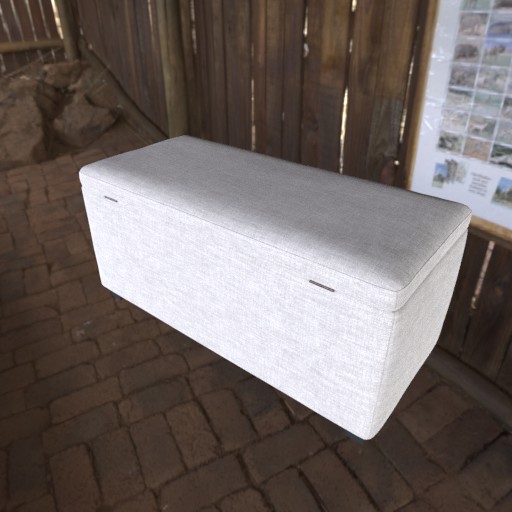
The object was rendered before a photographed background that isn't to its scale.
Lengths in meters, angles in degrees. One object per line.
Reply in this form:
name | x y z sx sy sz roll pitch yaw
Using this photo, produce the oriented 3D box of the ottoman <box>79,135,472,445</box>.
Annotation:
ottoman | 0.000 0.000 1.146 0.902 0.432 0.419 22 38 32
